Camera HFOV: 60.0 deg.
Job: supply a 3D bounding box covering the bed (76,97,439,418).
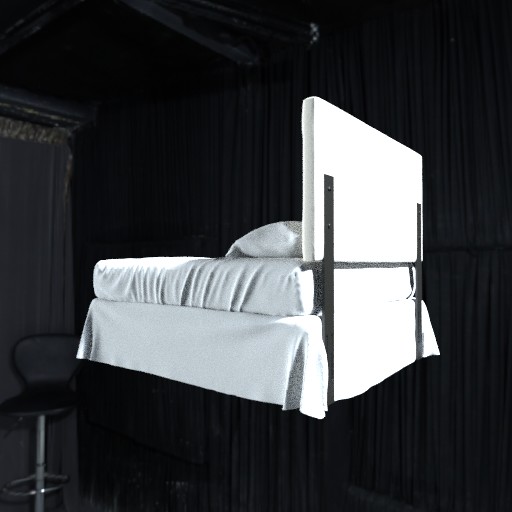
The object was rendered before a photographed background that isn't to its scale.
[{"bbox_3d":[0.000,0.000,3.470,2.222,1.577,1.936,-1,-1,39],"label":"bed"}]
